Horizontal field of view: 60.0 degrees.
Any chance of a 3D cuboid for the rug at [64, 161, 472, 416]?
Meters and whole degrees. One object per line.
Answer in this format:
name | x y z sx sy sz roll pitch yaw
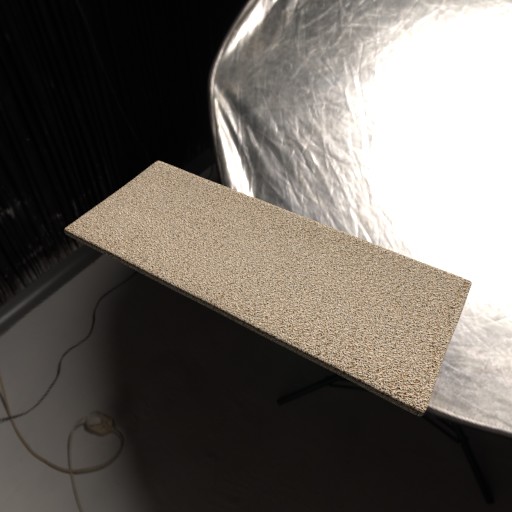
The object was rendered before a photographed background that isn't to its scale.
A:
rug | 0.000 0.000 1.755 1.524 0.030 0.609 24 50 22
